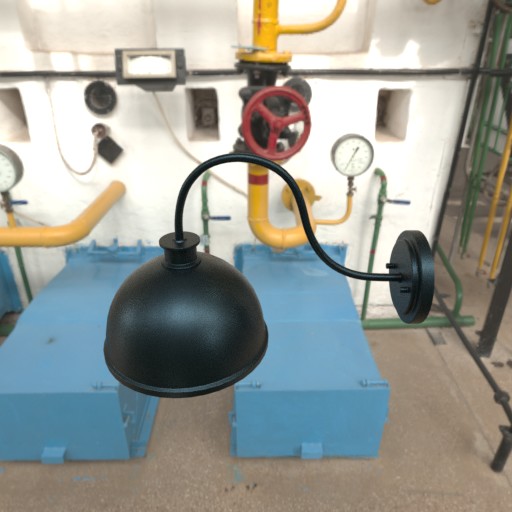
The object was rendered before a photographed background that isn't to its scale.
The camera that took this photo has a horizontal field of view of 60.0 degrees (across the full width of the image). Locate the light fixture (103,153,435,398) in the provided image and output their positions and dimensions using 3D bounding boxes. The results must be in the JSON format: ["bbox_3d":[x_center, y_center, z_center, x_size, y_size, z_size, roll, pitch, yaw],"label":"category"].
[{"bbox_3d":[0.000,0.000,0.631,0.467,0.295,0.253,0,27,0],"label":"light fixture"}]
